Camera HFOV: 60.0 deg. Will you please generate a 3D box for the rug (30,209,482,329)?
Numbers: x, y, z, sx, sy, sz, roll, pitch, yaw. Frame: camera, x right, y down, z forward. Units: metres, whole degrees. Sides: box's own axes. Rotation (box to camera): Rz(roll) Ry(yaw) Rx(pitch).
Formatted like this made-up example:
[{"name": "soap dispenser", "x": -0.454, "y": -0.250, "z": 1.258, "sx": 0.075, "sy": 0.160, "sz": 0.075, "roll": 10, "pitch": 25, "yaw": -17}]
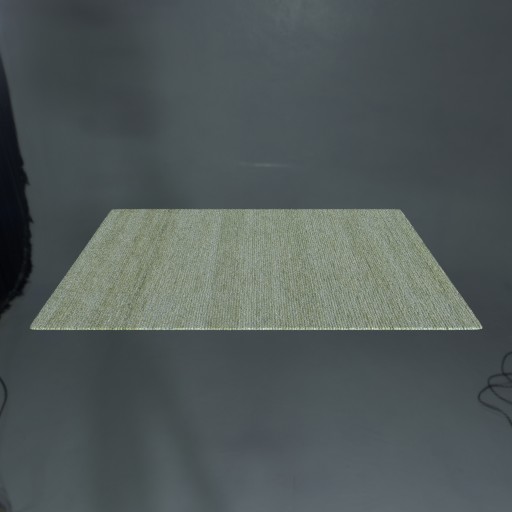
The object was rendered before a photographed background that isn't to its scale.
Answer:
[{"name": "rug", "x": 0.000, "y": 0.000, "z": 2.203, "sx": 1.758, "sy": 0.010, "sz": 1.143, "roll": 0, "pitch": 30, "yaw": 0}]
